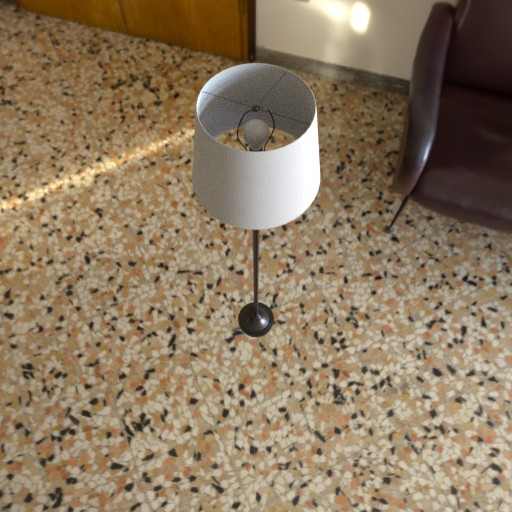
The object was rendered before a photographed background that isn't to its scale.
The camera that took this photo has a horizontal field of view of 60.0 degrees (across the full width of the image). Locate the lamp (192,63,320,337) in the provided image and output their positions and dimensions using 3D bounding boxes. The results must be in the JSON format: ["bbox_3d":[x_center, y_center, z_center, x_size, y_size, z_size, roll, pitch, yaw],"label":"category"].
[{"bbox_3d":[0.000,0.000,1.792,0.379,1.623,0.379,0,63,0],"label":"lamp"}]
